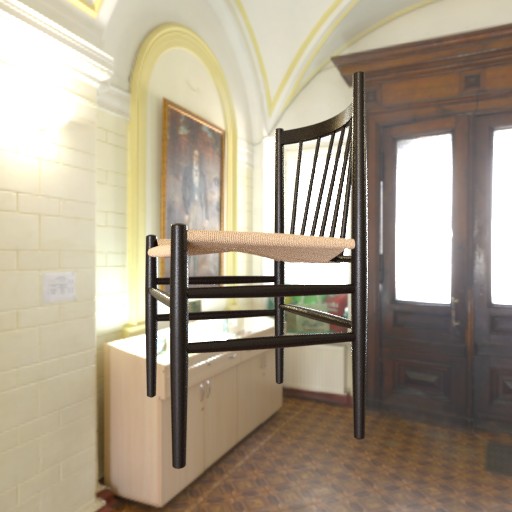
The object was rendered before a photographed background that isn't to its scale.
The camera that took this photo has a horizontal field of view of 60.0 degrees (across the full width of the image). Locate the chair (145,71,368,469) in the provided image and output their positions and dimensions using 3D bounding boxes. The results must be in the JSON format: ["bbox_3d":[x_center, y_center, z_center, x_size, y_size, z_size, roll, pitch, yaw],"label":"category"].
[{"bbox_3d":[0.000,0.000,1.150,0.516,0.818,0.495,0,0,-20],"label":"chair"}]
